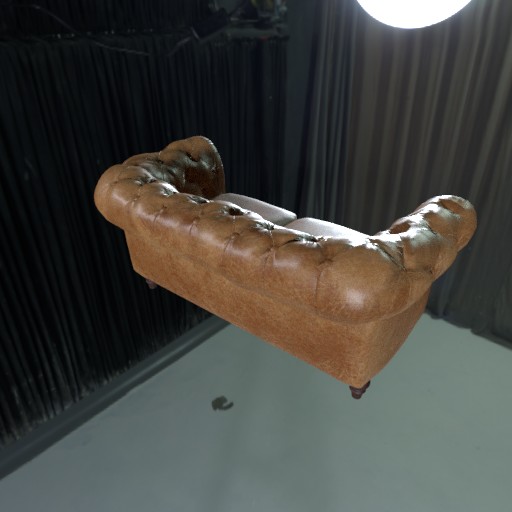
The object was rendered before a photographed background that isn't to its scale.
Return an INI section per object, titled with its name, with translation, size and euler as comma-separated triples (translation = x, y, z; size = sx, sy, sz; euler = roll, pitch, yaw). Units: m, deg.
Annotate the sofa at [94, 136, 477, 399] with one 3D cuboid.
[sofa]
translation = 0.000, 0.000, 2.494
size = 1.979, 0.877, 1.042
euler = 22, 37, 33
